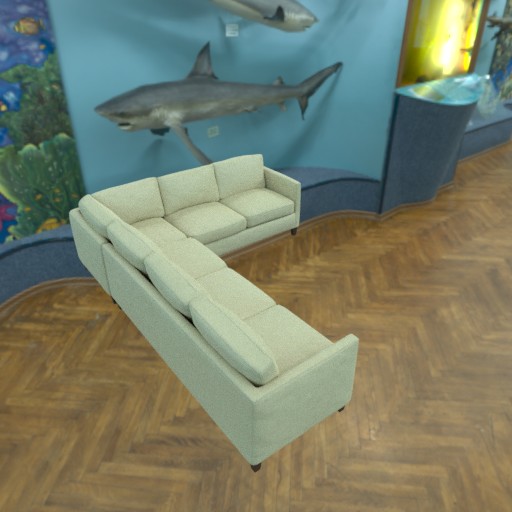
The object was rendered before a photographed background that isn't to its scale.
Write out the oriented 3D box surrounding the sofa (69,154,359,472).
[{"bbox_3d":[0.000,0.000,4.404,2.593,0.947,3.302,-21,37,-32],"label":"sofa"}]
